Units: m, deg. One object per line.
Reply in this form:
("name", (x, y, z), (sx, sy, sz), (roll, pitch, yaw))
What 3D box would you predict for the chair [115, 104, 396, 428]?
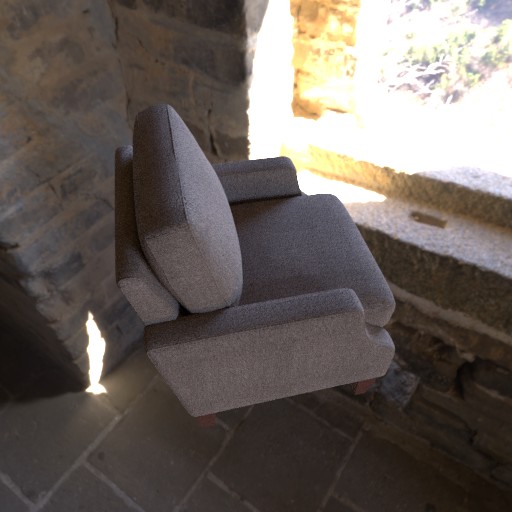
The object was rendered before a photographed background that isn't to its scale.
("chair", (0.000, 0.000, 1.671), (0.897, 0.993, 0.855), (-9, 47, -9))
